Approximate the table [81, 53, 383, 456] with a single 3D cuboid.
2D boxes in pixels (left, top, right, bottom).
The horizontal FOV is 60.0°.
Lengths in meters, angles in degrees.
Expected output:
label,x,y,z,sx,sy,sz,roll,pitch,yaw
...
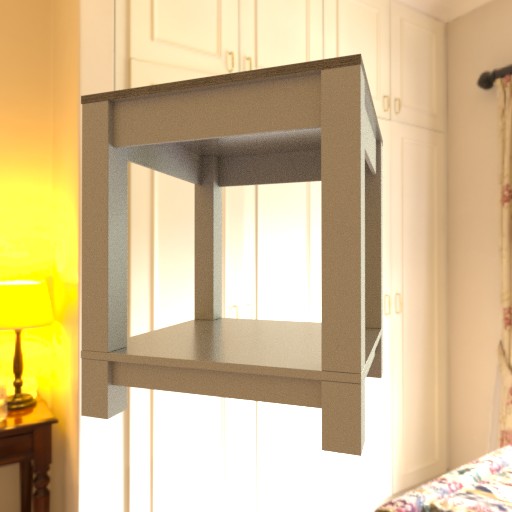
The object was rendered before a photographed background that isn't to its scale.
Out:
label,x,y,z,sx,sy,sz,roll,pitch,yaw
table,0.000,0.000,0.968,0.504,0.587,0.506,0,0,19
